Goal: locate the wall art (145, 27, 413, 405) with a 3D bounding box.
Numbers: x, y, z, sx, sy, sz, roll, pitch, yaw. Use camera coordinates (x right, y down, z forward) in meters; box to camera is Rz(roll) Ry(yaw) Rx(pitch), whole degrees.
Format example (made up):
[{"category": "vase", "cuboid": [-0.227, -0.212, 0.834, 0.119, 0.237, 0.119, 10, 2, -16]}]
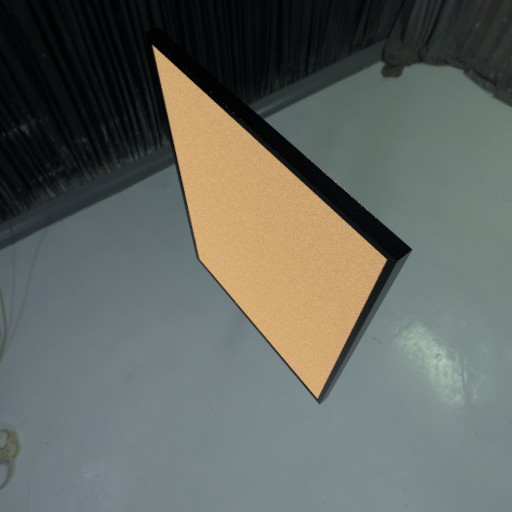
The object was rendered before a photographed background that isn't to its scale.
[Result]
[{"category": "wall art", "cuboid": [0.000, 0.000, 1.357, 0.040, 1.062, 0.805, -34, 65, -19]}]
